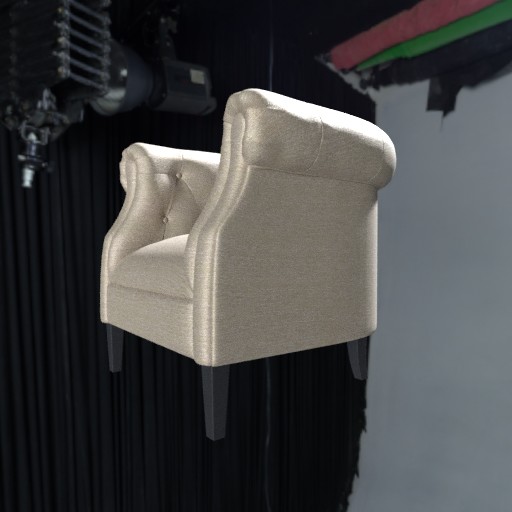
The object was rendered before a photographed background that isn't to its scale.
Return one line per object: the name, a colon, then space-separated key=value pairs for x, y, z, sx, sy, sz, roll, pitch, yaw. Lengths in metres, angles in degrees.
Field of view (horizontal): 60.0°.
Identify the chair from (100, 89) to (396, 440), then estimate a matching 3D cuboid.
chair: x=0.000 y=0.000 z=1.529 sx=0.852 sy=0.827 sz=0.905 roll=-1 pitch=2 yaw=-36
